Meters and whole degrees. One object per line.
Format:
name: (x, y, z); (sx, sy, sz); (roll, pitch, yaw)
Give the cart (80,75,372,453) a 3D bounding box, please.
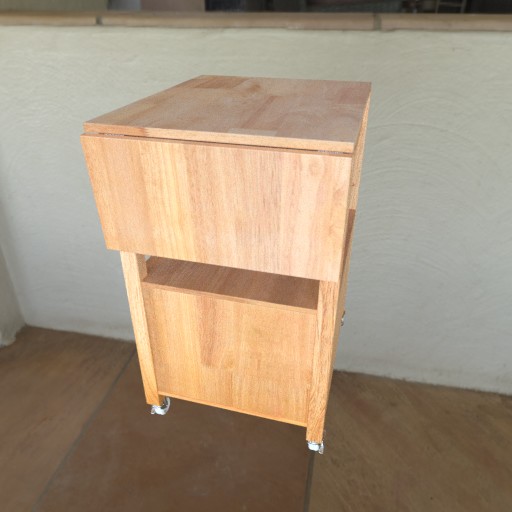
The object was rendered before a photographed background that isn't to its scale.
cart: (0.000, 0.000, 1.230); (0.508, 0.838, 0.640); (8, 31, 13)
